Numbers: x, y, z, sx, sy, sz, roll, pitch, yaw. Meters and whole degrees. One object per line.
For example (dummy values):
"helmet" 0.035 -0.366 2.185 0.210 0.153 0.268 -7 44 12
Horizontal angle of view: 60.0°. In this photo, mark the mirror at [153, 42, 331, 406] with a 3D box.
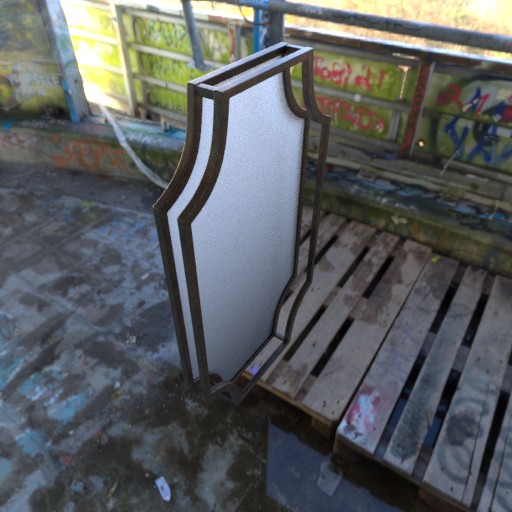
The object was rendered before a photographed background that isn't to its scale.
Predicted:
"mirror" 0.000 0.000 0.973 0.066 0.811 0.462 25 46 26
